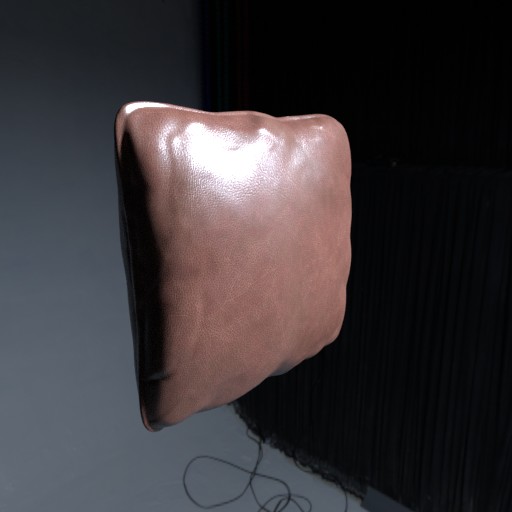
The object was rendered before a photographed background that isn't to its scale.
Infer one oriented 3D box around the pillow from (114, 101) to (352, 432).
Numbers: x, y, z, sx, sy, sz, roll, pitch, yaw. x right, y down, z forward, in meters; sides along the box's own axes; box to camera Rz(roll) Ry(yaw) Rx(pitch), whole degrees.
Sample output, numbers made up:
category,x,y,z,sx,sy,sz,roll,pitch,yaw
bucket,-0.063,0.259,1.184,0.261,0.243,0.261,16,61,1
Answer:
category,x,y,z,sx,sy,sz,roll,pitch,yaw
pillow,0.000,0.000,0.830,0.236,0.523,0.532,14,20,43
